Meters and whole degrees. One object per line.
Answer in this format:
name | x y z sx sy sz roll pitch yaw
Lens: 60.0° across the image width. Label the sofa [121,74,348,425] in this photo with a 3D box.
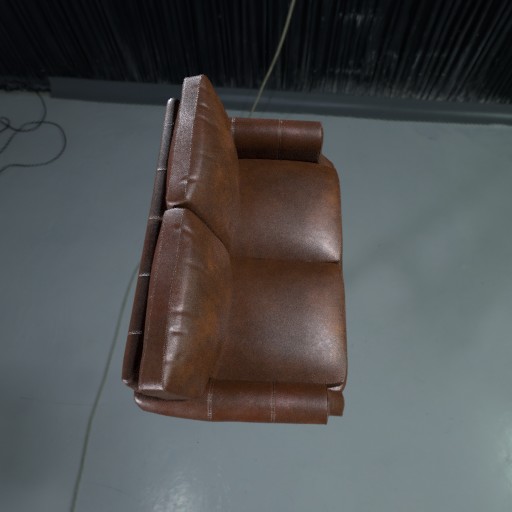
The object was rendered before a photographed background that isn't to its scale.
sofa | 0.000 0.000 2.264 0.990 0.976 1.616 2 65 1
